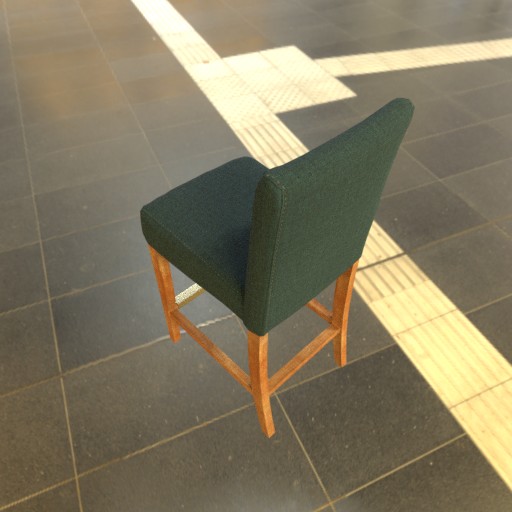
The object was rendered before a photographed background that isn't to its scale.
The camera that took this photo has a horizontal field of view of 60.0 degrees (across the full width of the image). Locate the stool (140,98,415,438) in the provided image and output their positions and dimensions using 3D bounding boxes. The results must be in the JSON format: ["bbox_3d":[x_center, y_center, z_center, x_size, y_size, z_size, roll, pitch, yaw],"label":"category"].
[{"bbox_3d":[0.000,0.000,1.335,0.454,1.039,0.567,-34,55,-28],"label":"stool"}]
